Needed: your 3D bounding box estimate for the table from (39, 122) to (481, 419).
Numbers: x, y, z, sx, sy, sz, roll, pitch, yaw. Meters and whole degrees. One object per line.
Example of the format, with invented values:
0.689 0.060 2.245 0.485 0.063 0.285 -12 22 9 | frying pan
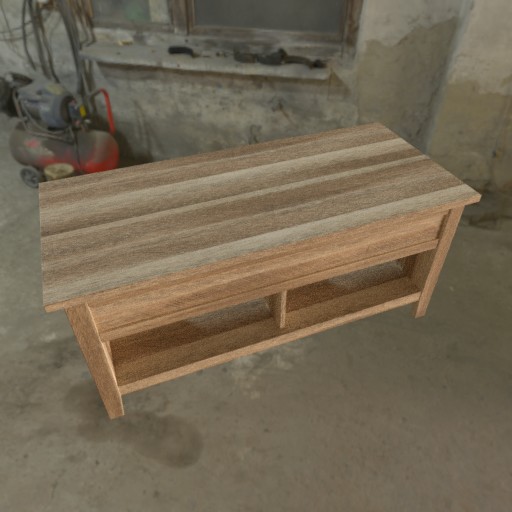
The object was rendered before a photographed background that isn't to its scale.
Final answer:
0.000 0.000 1.357 1.095 0.480 0.493 -14 43 -16 | table
